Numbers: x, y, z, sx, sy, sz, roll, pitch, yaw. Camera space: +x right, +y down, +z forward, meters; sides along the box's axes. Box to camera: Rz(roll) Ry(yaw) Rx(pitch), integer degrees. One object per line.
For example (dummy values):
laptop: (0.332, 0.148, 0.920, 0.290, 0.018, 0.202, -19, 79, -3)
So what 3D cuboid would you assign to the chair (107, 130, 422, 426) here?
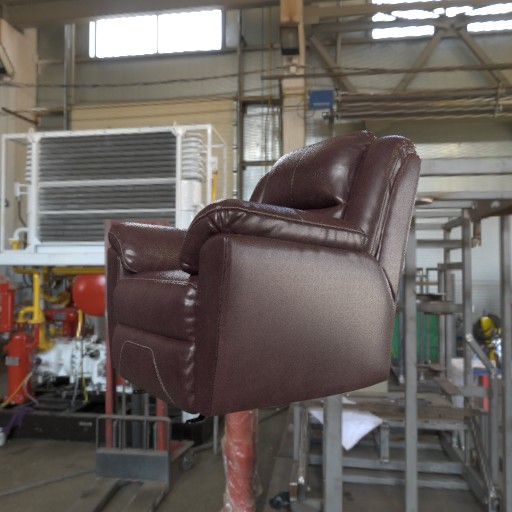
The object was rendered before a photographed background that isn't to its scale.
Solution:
chair: (0.000, 0.000, 1.861, 1.041, 1.093, 0.990, 1, -2, -37)
